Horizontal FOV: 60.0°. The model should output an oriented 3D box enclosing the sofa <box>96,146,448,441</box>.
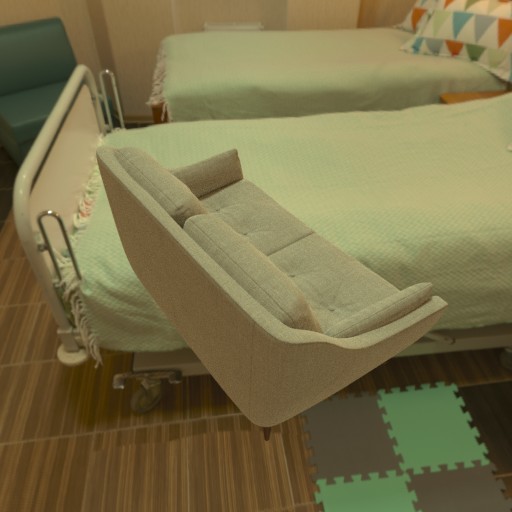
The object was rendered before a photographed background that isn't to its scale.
[{"bbox_3d":[0.000,0.000,2.269,0.965,0.888,1.652,-26,48,-26],"label":"sofa"}]
